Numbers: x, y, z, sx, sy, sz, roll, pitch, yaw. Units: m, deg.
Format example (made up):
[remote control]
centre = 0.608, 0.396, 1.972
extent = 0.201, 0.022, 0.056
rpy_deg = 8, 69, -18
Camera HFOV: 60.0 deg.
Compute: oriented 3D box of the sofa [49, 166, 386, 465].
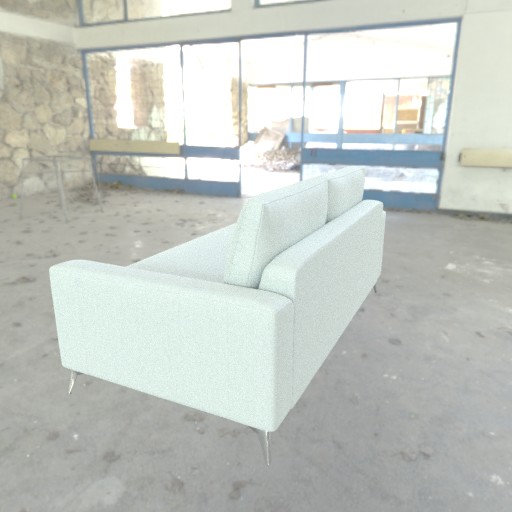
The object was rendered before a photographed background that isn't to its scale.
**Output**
[sofa]
centre = 0.000, 0.000, 2.128
extent = 0.920, 0.790, 1.650
rpy_deg = 8, 18, 25
